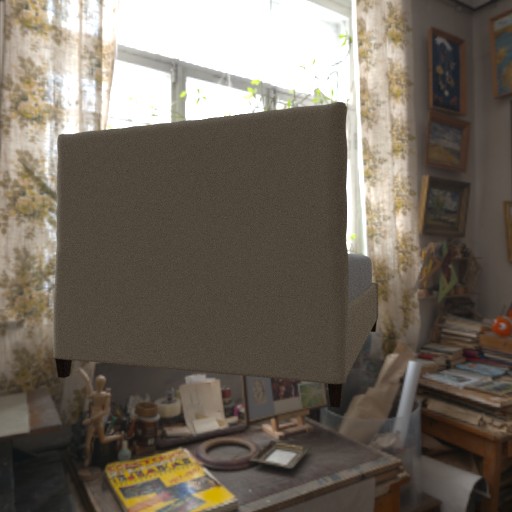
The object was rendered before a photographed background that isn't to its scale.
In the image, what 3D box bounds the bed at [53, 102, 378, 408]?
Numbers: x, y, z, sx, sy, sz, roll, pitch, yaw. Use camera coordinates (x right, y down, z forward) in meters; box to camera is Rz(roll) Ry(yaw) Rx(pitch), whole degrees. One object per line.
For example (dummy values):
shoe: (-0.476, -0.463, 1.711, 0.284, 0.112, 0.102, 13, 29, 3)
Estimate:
bed: (0.000, 0.000, 3.420, 1.698, 1.427, 2.387, 0, -1, 19)
